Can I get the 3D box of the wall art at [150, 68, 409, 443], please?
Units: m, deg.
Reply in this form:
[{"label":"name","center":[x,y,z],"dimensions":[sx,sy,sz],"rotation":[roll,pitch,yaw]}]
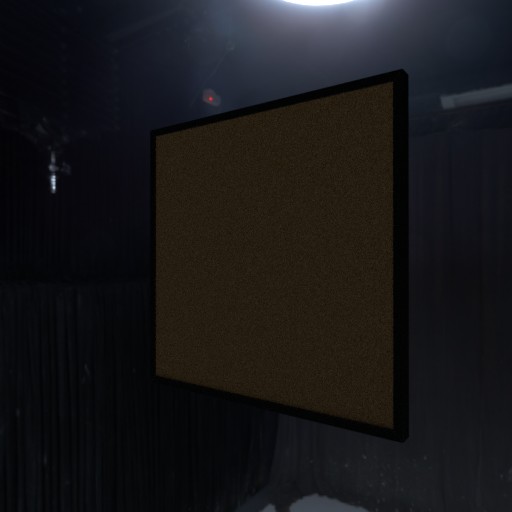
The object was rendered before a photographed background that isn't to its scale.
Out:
[{"label":"wall art","center":[0.000,0.000,1.136],"dimensions":[0.761,0.761,0.037],"rotation":[0,0,36]}]
